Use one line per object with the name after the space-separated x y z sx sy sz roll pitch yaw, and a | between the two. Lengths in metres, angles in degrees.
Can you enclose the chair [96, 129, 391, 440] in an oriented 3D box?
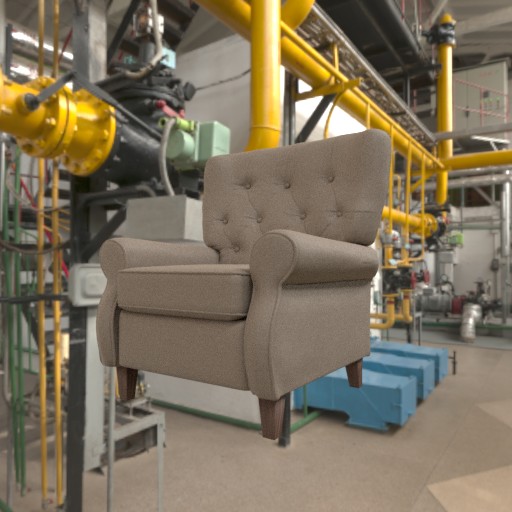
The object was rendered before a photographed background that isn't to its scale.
0.000 0.000 1.906 0.999 1.138 1.041 -1 -1 35 | chair
